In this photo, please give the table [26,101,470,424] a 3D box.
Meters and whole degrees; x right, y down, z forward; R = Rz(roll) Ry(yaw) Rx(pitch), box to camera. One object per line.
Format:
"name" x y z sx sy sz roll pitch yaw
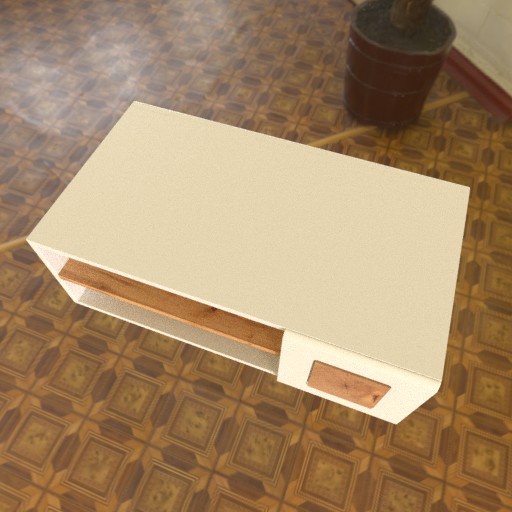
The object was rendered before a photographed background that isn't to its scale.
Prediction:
"table" 0.000 0.000 1.418 1.097 0.442 0.639 17 59 11
